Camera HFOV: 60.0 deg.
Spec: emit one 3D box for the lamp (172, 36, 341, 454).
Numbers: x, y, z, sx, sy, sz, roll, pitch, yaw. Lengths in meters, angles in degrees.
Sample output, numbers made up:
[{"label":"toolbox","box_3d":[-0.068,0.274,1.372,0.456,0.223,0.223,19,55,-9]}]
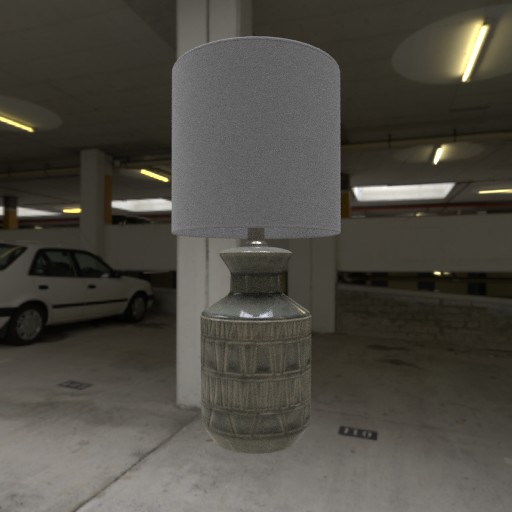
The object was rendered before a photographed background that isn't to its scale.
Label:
[{"label":"lamp","box_3d":[0.000,0.000,0.563,0.211,0.455,0.211,0,-1,17]}]
